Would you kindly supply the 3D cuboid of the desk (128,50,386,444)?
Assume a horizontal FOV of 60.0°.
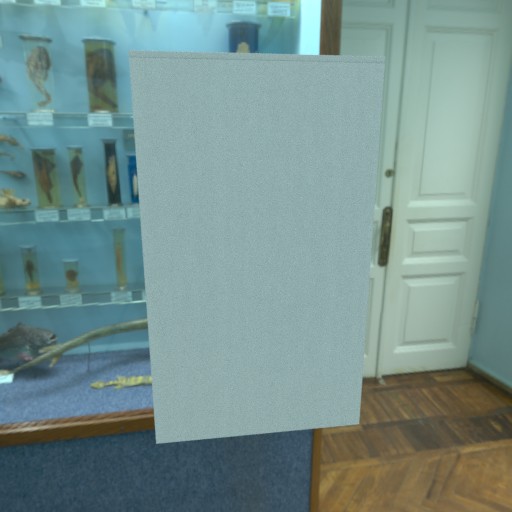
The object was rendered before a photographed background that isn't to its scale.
[{"bbox_3d":[0.000,0.000,1.568,0.750,1.280,0.250,-2,16,-8],"label":"desk"}]
